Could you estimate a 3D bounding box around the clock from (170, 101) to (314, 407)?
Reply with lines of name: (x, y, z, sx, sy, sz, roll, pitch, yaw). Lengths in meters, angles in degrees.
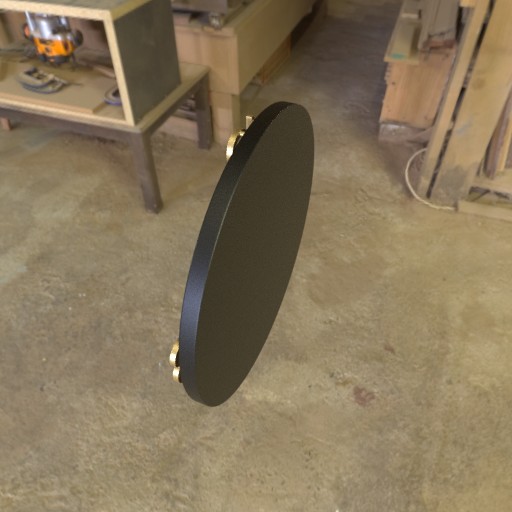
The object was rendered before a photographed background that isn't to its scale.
clock: (0.000, 0.000, 0.679, 0.038, 0.454, 0.454, 17, 48, 16)
